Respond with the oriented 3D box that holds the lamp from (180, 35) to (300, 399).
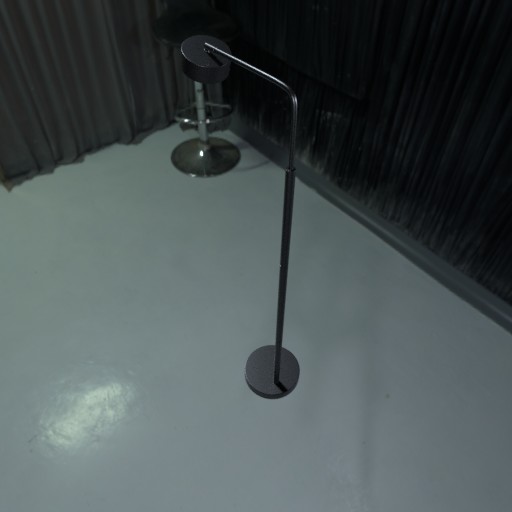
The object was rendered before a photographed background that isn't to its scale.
[{"bbox_3d":[0.000,0.000,1.396,0.219,1.230,0.418,-32,54,-26],"label":"lamp"}]
